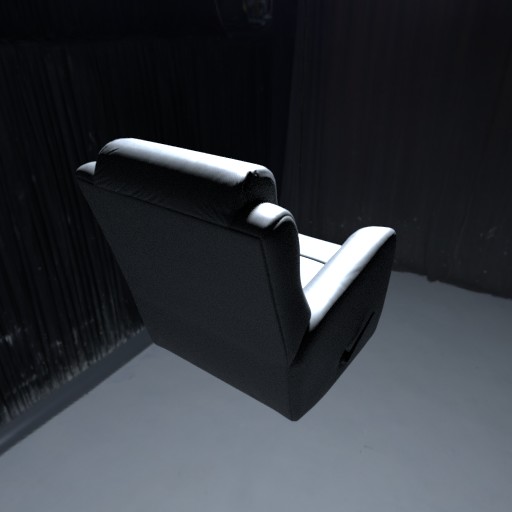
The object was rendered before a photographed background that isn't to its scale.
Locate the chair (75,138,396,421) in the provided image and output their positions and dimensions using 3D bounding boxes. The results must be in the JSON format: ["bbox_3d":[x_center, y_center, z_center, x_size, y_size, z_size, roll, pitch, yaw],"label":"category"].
[{"bbox_3d":[0.000,0.000,1.953,0.967,1.116,1.068,20,35,31],"label":"chair"}]
